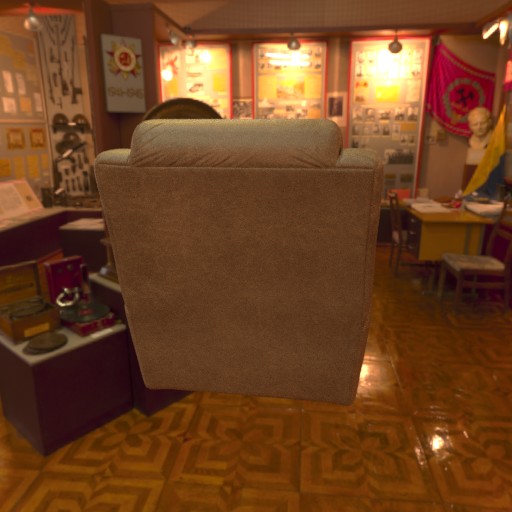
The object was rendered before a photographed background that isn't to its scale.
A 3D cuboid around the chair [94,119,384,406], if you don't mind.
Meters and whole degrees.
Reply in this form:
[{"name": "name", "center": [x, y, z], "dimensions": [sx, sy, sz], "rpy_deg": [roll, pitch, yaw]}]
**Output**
[{"name": "chair", "center": [0.000, 0.000, 1.918], "dimensions": [0.965, 1.116, 1.068], "rpy_deg": [2, 16, 8]}]
